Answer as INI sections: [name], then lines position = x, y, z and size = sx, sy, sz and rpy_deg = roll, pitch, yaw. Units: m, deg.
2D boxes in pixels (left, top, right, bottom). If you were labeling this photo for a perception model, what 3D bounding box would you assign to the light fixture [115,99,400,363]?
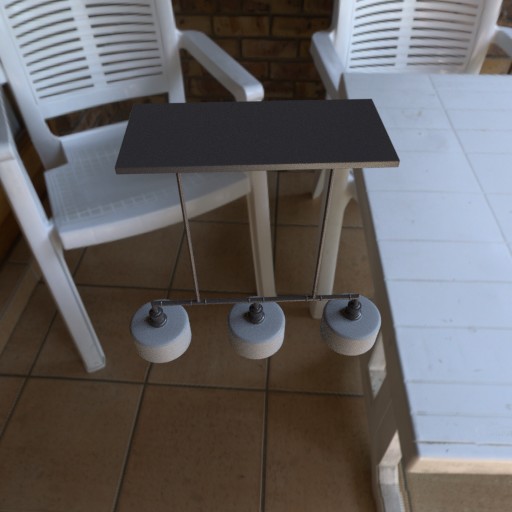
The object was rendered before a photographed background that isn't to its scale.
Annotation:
[light fixture]
position = 0.000, 0.000, 0.872
size = 0.582, 0.557, 0.177
rpy_deg = -2, 47, -2
